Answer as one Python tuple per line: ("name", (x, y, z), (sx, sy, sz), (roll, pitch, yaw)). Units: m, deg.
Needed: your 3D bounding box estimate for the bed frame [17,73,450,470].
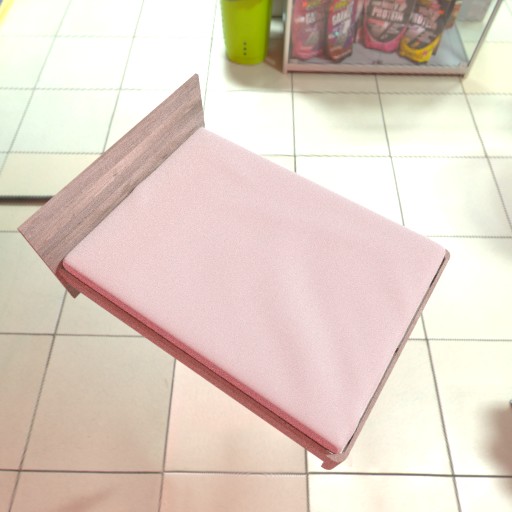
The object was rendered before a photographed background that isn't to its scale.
("bed frame", (0.000, 0.000, 2.651), (1.950, 0.800, 1.490), (30, 63, 17))
